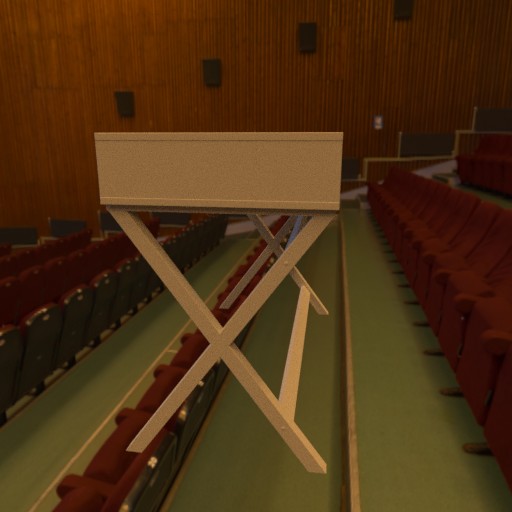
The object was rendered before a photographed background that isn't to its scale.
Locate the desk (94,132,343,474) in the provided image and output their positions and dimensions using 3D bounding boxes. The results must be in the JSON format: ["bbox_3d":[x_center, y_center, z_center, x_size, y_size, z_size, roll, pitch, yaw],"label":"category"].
[{"bbox_3d":[0.000,0.000,1.479,0.509,0.780,1.059,2,15,9],"label":"desk"}]
